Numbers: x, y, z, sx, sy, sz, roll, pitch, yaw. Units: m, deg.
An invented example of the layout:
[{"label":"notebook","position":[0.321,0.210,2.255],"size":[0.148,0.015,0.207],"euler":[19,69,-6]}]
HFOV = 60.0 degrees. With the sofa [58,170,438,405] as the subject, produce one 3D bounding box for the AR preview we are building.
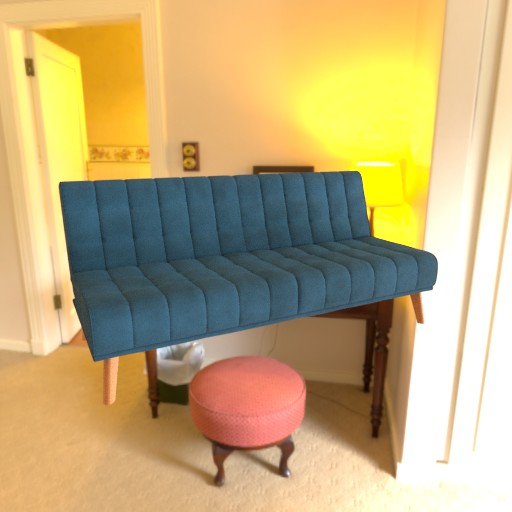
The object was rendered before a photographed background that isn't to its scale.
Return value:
[{"label":"sofa","position":[0.000,0.000,2.360],"size":[1.804,0.813,0.855],"euler":[-7,16,-27]}]
